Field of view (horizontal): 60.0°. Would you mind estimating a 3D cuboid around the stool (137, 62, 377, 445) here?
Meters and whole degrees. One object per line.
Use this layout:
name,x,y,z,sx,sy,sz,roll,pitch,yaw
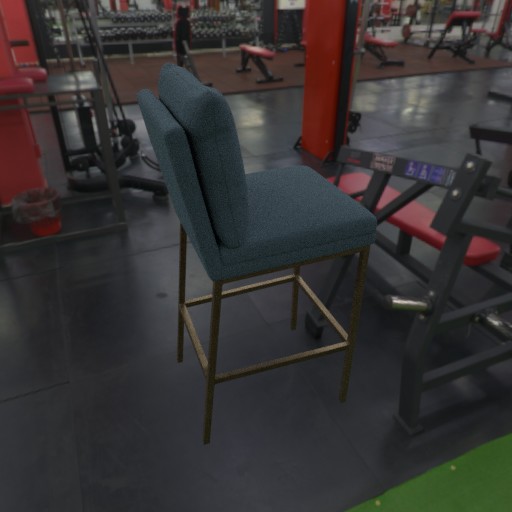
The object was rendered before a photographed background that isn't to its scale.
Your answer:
stool,0.000,0.000,1.427,0.568,1.124,0.463,-11,34,-18
